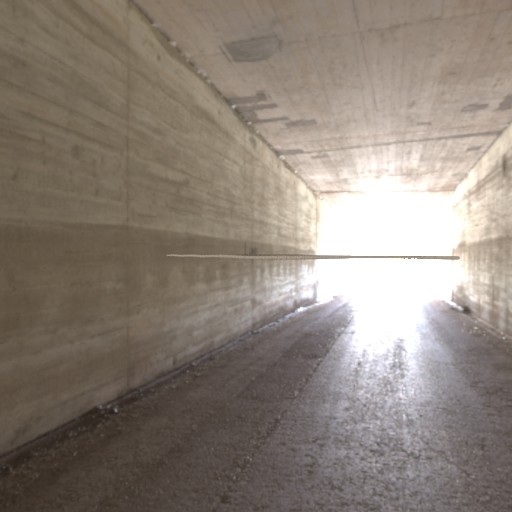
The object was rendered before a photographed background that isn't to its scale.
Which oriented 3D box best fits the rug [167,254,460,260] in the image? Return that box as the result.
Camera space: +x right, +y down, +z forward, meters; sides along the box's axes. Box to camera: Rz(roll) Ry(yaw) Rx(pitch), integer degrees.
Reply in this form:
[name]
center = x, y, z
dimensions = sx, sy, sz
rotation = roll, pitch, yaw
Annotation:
[rug]
center = 0.000, 0.000, 2.334
dimensions = 0.645, 0.015, 2.182
rotation = 0, 0, -19
